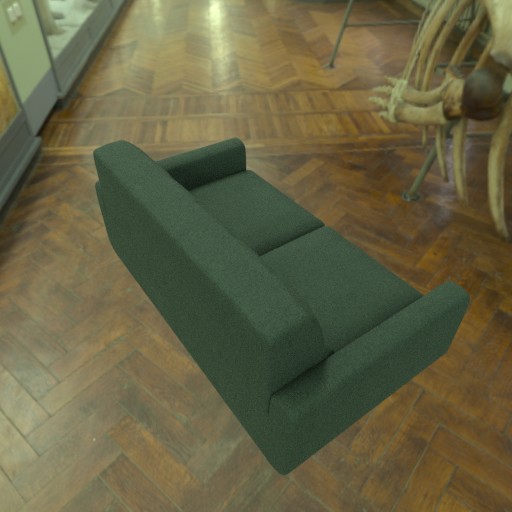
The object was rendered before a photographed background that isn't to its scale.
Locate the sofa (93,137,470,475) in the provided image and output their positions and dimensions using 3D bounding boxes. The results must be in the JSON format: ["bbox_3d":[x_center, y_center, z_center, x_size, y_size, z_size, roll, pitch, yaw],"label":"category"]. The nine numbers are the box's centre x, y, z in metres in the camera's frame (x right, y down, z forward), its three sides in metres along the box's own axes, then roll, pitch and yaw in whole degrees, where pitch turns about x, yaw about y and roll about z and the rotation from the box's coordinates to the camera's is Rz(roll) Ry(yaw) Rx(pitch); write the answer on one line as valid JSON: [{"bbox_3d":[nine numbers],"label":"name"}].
[{"bbox_3d":[0.000,0.000,2.085,0.909,0.841,1.631,-25,47,-26],"label":"sofa"}]
